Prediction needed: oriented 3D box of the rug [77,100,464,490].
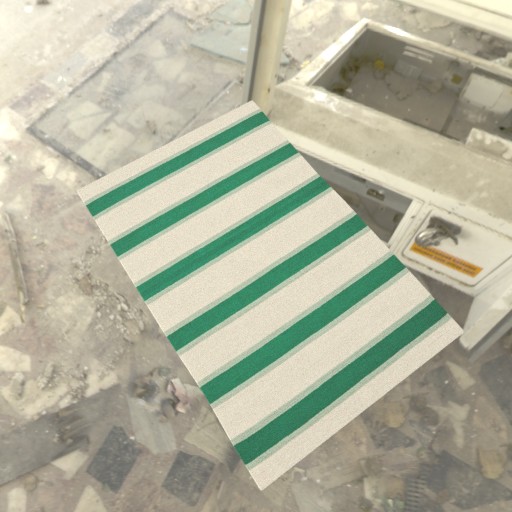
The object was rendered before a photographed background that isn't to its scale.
[{"bbox_3d":[0.000,0.000,2.338,1.210,0.012,1.829,-32,68,-14],"label":"rug"}]
